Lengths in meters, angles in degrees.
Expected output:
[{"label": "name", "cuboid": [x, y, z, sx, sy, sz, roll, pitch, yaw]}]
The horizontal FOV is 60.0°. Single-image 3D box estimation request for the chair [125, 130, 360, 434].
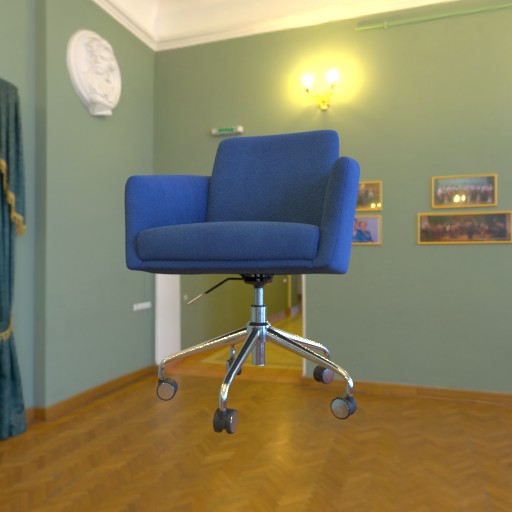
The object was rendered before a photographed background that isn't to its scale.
[{"label": "chair", "cuboid": [0.000, 0.000, 1.390, 0.641, 0.908, 0.635, 0, 0, 17]}]
